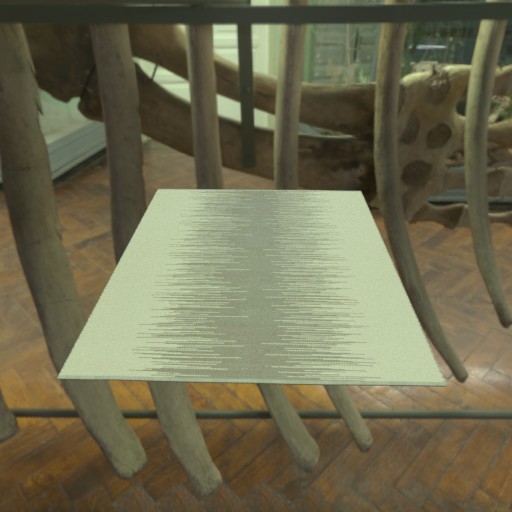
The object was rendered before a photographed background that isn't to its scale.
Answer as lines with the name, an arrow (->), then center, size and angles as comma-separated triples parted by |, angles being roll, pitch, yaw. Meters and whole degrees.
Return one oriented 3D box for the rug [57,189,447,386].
rug -> 0.000, 0.000, 4.063 | 2.453, 0.010, 3.037 | 1, 32, 1
